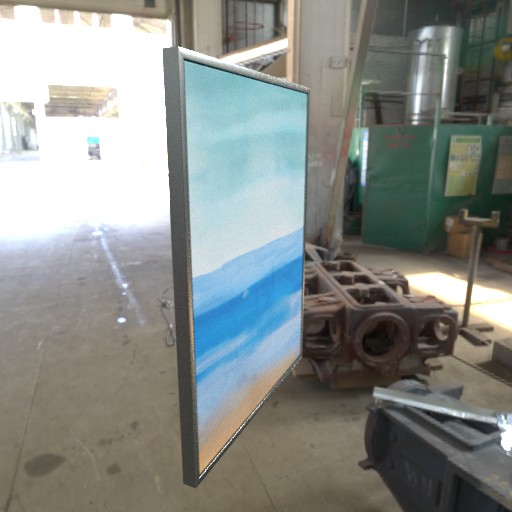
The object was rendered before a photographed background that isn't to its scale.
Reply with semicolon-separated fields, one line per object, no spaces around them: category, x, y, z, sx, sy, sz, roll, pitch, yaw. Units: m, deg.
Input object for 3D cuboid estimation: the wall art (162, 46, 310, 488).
wall art;0.000;0.000;1.382;0.041;1.062;0.803;7;16;25
